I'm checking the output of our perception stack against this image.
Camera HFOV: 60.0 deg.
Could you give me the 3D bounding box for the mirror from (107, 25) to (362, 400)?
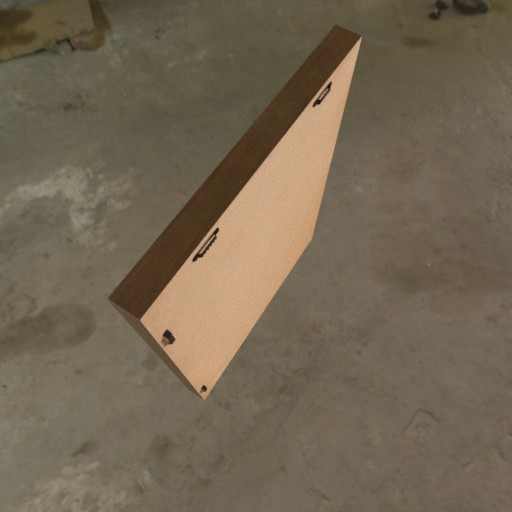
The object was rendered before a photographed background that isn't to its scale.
[{"bbox_3d":[0.000,0.000,0.674,0.041,0.509,0.406,30,68,13],"label":"mirror"}]
